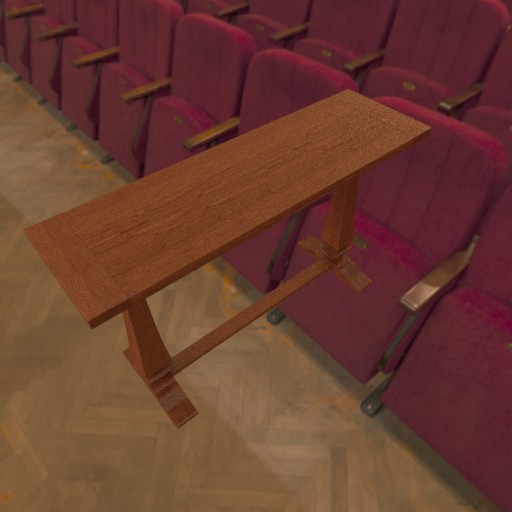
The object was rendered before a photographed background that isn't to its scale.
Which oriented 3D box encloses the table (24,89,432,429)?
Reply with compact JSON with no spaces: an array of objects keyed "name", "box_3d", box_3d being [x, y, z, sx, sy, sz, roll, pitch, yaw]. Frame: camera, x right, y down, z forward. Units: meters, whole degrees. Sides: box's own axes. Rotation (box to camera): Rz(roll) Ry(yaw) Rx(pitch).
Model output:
[{"name":"table","box_3d":[0.000,0.000,1.872,1.478,0.852,0.461,-31,53,-27]}]
